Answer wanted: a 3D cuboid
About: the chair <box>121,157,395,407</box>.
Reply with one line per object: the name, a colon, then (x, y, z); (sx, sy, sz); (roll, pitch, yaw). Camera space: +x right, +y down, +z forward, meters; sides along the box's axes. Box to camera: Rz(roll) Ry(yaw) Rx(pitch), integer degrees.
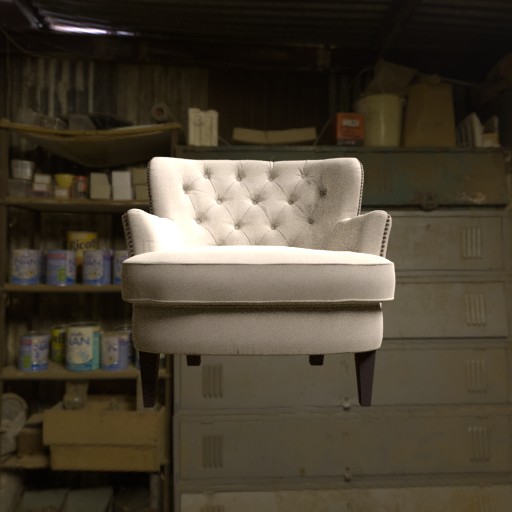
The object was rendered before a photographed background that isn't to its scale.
chair: (0.000, 0.000, 1.576); (0.848, 0.868, 0.906); (0, -1, -1)
